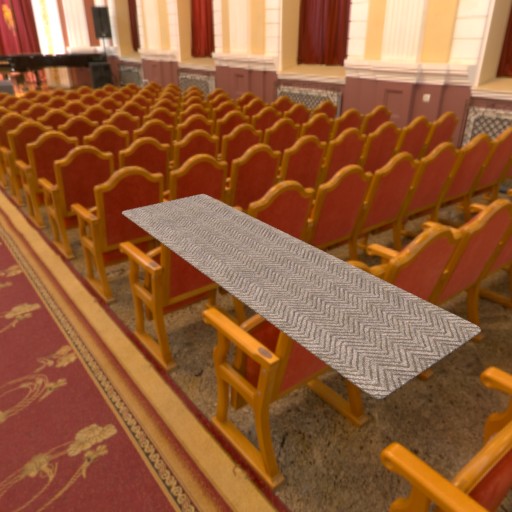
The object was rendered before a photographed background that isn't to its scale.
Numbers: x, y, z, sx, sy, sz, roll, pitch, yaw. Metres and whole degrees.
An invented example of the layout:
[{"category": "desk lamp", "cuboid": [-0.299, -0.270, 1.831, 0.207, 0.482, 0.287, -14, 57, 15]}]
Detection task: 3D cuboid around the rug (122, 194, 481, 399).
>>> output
[{"category": "rug", "cuboid": [0.000, 0.000, 2.505, 0.686, 0.008, 2.286, -18, 31, -33]}]
